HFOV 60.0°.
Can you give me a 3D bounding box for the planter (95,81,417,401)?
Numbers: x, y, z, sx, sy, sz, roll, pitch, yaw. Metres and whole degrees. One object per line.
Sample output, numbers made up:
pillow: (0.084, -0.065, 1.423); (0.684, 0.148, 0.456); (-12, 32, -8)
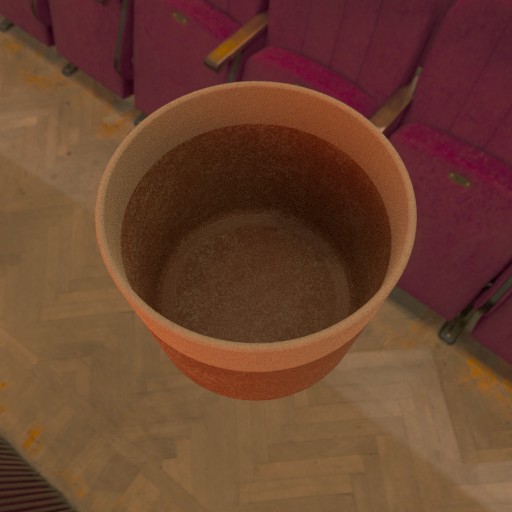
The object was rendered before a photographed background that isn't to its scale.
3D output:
planter: (0.000, 0.000, 0.281); (0.159, 0.138, 0.159); (0, 63, 0)
